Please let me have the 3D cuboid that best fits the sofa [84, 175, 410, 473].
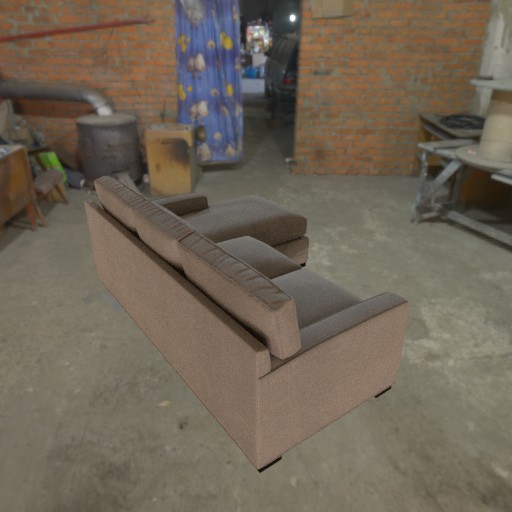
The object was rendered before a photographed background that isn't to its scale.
[{"bbox_3d":[0.000,0.000,2.866,1.496,0.861,2.087,-18,32,-32],"label":"sofa"}]
